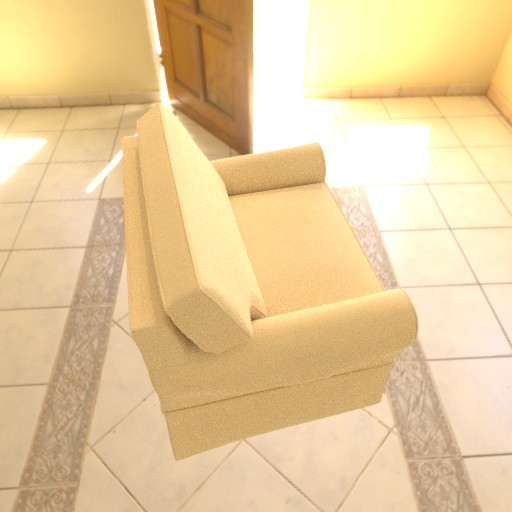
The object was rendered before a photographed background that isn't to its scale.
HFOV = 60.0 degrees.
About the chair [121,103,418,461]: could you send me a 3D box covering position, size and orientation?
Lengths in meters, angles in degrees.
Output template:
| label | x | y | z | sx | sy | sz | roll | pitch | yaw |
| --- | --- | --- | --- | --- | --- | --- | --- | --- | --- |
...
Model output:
| label | x | y | z | sx | sy | sz | roll | pitch | yaw |
| --- | --- | --- | --- | --- | --- | --- | --- | --- | --- |
| chair | 0.000 | 0.000 | 1.780 | 0.904 | 0.958 | 1.099 | -10 | 48 | -9 |
